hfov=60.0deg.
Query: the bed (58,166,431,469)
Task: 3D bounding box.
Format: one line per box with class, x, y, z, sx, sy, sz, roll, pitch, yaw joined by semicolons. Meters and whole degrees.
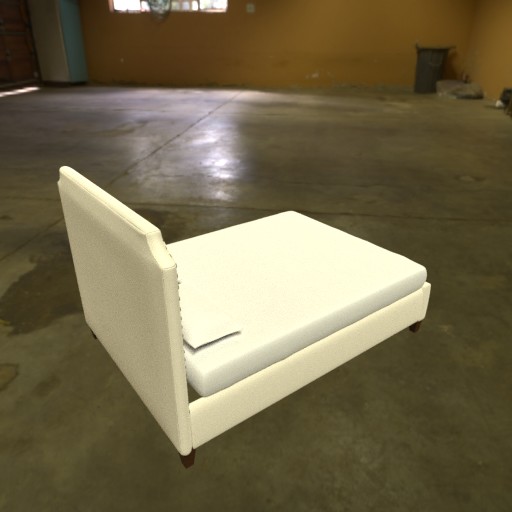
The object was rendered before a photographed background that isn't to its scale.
bed;0.000;0.000;3.480;2.372;1.497;1.712;-18;32;-33
